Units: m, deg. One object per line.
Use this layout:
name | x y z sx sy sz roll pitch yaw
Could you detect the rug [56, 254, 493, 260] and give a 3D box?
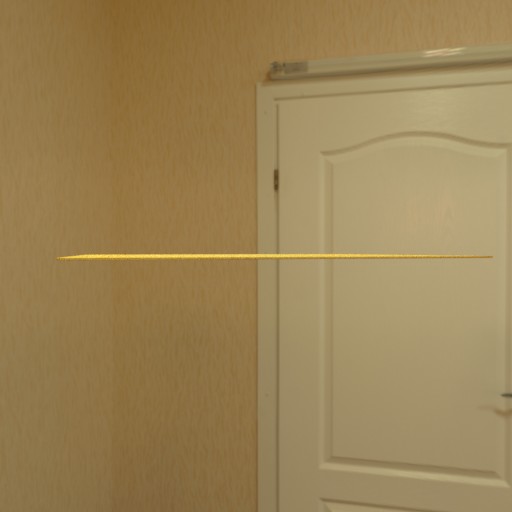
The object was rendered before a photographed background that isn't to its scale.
rug | 0.000 0.000 4.290 3.242 0.015 2.486 0 1 -17
